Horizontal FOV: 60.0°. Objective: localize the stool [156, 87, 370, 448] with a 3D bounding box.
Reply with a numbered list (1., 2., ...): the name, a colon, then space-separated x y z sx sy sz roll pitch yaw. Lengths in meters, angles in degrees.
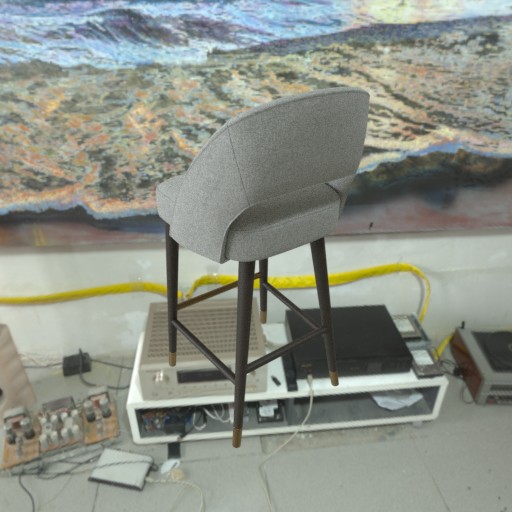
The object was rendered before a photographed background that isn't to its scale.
1. stool: 0.000 0.000 1.353 0.494 1.037 0.509 -20 36 -30
